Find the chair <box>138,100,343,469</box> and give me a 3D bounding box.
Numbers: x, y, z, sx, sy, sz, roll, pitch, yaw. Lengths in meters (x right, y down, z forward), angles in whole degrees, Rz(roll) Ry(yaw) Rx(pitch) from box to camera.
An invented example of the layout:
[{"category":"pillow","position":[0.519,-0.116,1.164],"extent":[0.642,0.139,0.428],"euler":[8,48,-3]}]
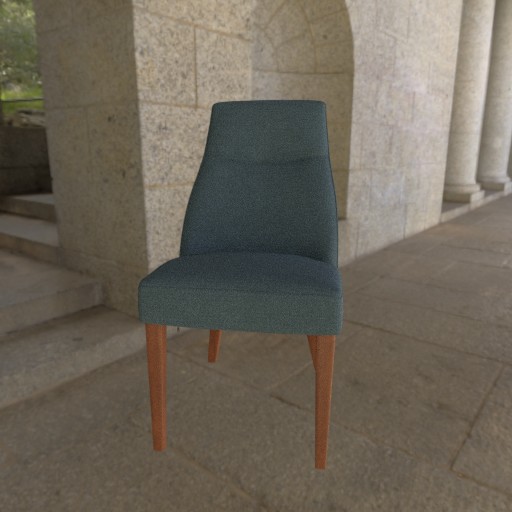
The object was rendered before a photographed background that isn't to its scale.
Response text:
[{"category":"chair","position":[0.000,0.000,1.321],"extent":[0.500,0.930,0.620],"euler":[2,14,9]}]
